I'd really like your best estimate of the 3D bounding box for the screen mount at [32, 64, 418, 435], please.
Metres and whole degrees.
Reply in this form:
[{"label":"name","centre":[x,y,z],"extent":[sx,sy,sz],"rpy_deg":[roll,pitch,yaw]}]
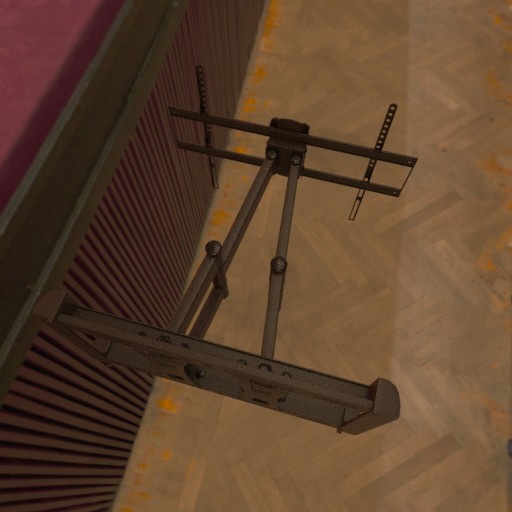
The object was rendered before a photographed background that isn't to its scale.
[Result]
[{"label":"screen mount","centre":[0.000,0.000,1.072],"extent":[0.661,0.491,0.644],"rpy_deg":[14,65,7]}]
